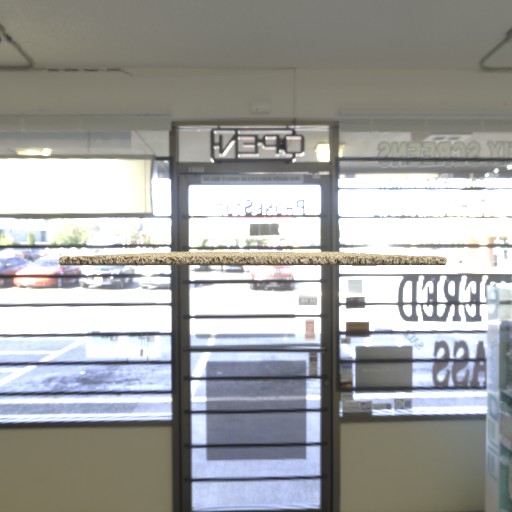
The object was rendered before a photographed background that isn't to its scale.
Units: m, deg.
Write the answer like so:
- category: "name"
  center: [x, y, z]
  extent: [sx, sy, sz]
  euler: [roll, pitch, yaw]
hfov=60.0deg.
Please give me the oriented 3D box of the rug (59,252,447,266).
- category: "rug"
  center: [0.000, 0.000, 2.266]
  extent: [1.219, 0.030, 1.778]
  euler: [0, 1, 1]
